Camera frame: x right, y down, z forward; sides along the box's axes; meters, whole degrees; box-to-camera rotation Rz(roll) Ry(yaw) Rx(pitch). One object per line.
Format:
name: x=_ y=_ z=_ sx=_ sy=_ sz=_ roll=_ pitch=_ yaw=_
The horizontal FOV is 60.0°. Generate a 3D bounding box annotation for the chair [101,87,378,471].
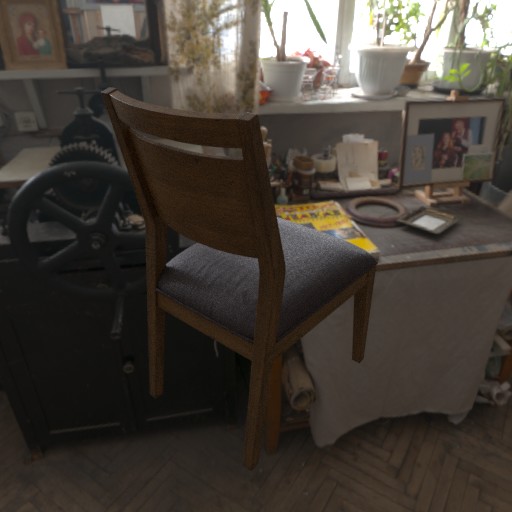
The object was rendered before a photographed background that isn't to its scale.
chair: x=0.000 y=0.000 z=1.274 sx=0.501 sy=0.939 sz=0.610 roll=22 pitch=37 yaw=33
